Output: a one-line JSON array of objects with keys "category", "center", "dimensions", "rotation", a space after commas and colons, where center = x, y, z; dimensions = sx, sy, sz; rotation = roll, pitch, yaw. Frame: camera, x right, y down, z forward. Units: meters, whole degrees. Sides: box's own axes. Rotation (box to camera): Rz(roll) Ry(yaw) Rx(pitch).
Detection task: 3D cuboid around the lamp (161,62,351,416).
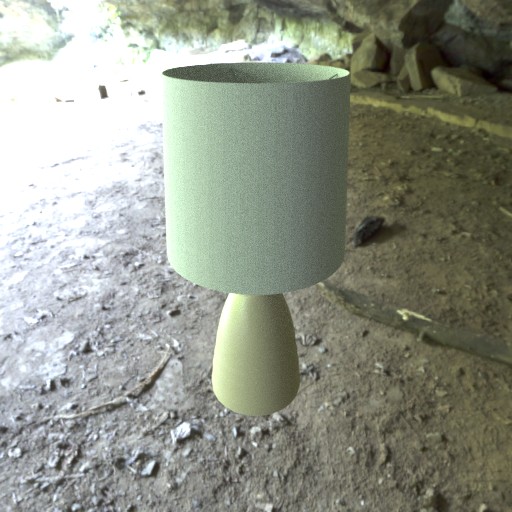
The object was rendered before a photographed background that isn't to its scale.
[{"category": "lamp", "center": [0.000, 0.000, 0.477], "dimensions": [0.186, 0.369, 0.186], "rotation": [0, 28, 0]}]
